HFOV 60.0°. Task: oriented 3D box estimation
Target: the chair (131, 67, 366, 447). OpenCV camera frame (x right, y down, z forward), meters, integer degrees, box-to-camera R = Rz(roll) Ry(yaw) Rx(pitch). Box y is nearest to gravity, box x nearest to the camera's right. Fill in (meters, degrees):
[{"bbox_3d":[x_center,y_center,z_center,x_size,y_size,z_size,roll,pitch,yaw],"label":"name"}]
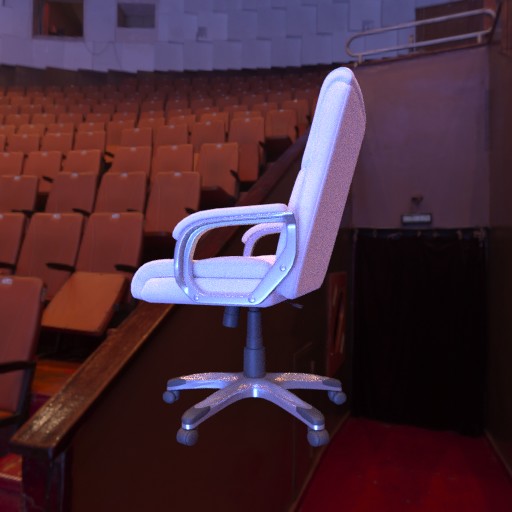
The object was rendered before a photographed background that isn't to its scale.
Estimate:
[{"bbox_3d":[0.000,0.000,1.583,0.738,1.120,0.687,0,1,19],"label":"chair"}]
